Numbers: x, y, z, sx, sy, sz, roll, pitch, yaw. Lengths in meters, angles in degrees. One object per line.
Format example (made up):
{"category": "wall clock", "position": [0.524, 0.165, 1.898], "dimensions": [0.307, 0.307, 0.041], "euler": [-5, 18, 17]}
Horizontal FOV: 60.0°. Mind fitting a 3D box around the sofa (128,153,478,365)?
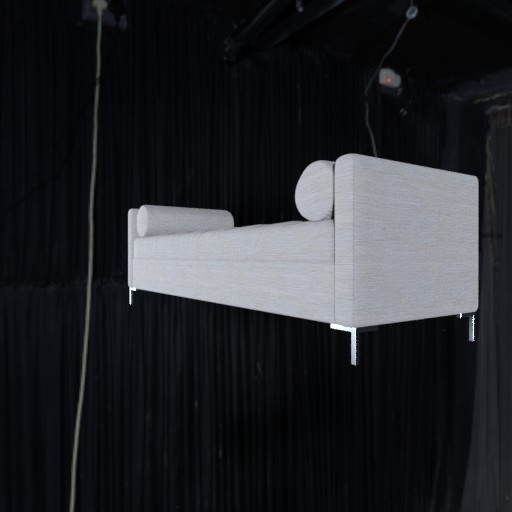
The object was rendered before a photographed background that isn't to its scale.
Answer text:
{"category": "sofa", "position": [0.000, 0.000, 2.290], "dimensions": [0.686, 0.635, 1.981], "euler": [0, 0, -35]}
